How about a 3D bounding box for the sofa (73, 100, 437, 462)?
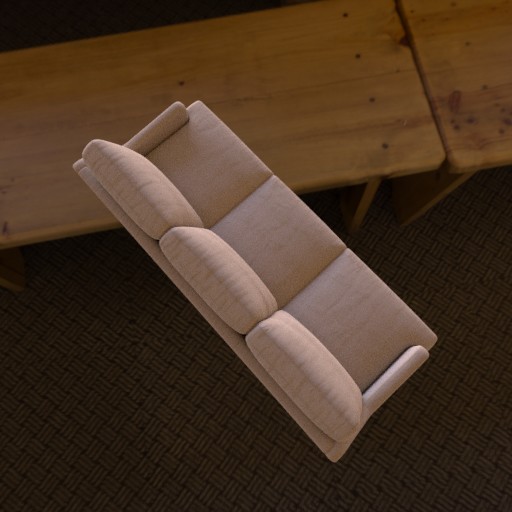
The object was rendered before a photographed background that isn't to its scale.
[{"bbox_3d":[0.000,0.000,2.839,1.000,0.913,2.321,-41,79,-10],"label":"sofa"}]
